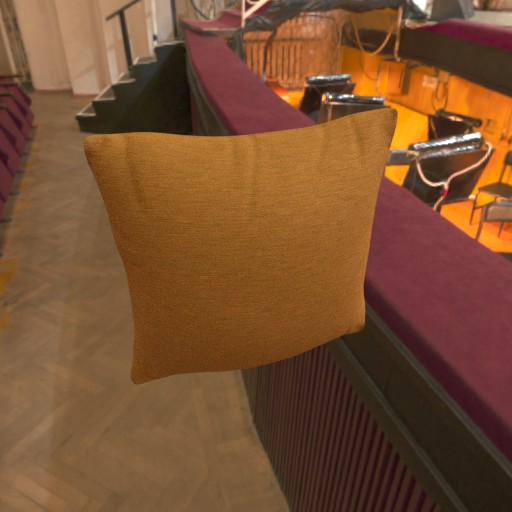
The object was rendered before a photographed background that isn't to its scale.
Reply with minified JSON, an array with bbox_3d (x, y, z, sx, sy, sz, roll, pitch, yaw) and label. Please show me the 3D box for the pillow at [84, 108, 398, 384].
[{"bbox_3d":[0.000,0.000,0.686,0.435,0.417,0.247,-10,33,-16],"label":"pillow"}]
